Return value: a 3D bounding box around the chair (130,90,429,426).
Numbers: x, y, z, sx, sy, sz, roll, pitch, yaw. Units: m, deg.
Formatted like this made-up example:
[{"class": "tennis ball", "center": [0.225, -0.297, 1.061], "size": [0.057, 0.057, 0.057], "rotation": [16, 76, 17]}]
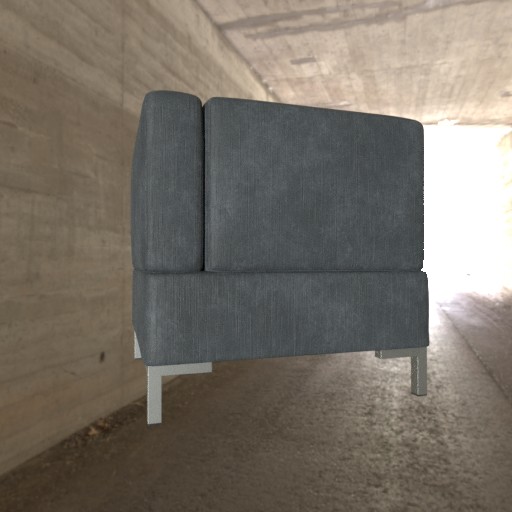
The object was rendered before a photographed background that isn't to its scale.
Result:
[{"class": "chair", "center": [0.000, 0.000, 1.255], "size": [0.680, 0.660, 0.680], "rotation": [0, -1, -18]}]
